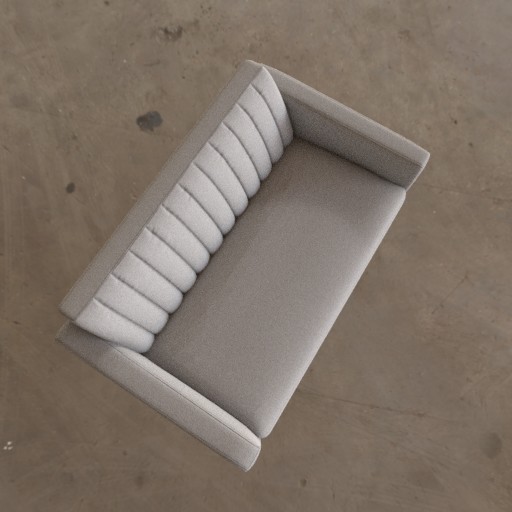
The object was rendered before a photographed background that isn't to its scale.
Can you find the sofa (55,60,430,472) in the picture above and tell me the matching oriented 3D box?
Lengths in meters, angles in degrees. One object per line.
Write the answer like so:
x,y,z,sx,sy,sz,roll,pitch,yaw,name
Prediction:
0.000,0.000,2.126,0.950,0.801,1.585,31,77,8,sofa
